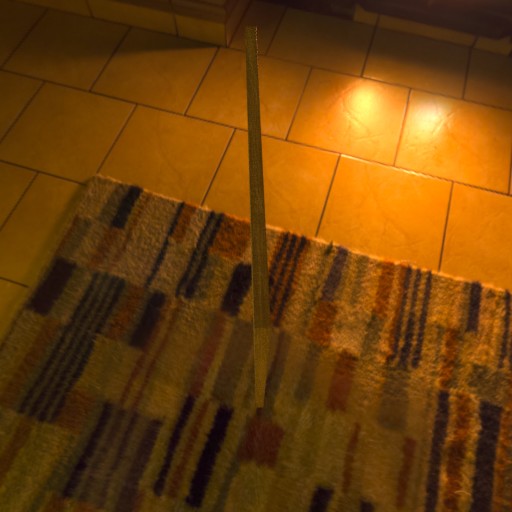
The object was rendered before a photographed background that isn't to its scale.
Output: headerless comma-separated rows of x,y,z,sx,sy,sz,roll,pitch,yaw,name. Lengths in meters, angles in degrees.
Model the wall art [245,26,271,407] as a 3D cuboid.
0.000,0.000,1.397,0.035,1.022,0.781,-2,64,-1,wall art
